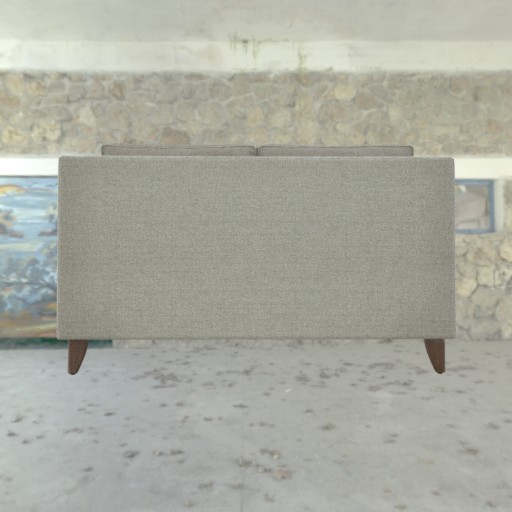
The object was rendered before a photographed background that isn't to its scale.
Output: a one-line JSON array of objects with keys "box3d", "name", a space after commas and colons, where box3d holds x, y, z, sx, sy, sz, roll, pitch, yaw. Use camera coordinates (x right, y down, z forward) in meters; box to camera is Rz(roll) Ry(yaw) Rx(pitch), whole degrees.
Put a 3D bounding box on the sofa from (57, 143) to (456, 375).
[{"box3d": [0.000, 0.000, 2.007, 1.422, 0.863, 0.915, 0, -1, -1], "name": "sofa"}]
